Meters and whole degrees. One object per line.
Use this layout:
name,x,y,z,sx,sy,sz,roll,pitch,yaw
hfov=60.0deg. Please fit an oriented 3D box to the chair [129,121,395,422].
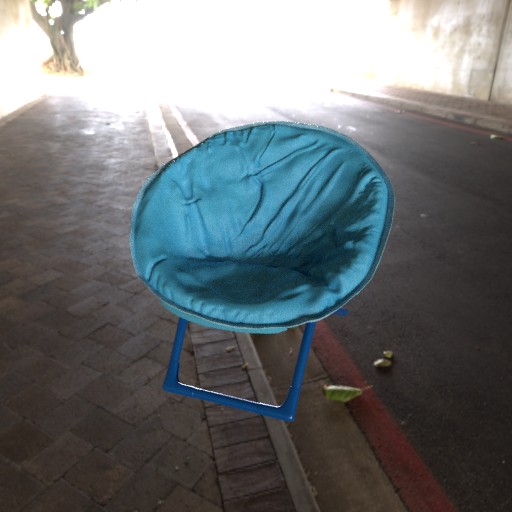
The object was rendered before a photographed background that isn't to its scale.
chair,0.000,0.000,0.920,0.520,0.478,0.465,8,26,17
